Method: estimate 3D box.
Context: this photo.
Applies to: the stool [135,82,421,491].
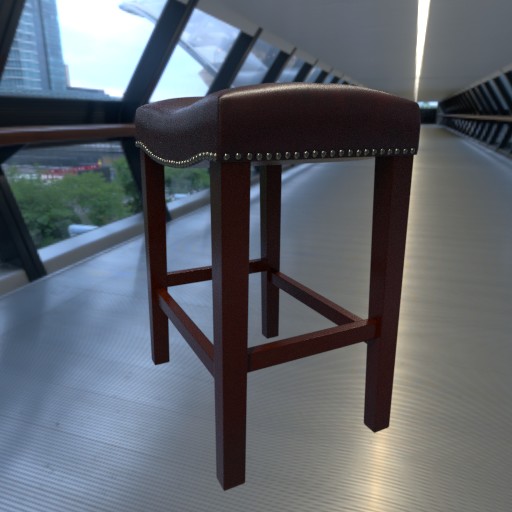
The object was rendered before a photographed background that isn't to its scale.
[{"bbox_3d":[0.000,0.000,0.942,0.372,0.657,0.504,-8,18,-26],"label":"stool"}]
